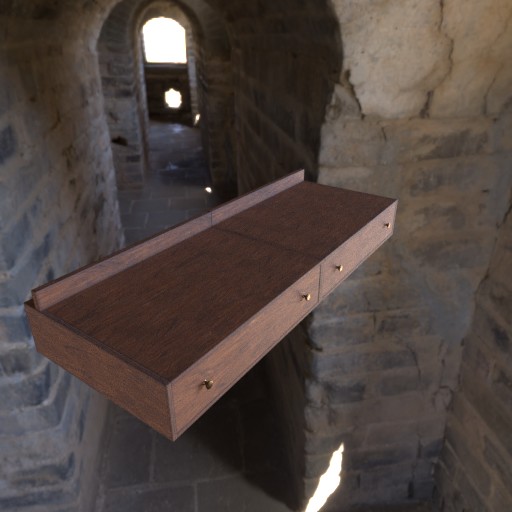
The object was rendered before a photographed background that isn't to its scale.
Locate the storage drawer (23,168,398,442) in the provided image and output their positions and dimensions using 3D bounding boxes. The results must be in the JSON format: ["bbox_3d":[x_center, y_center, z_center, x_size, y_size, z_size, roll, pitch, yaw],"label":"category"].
[{"bbox_3d":[0.000,0.000,2.192,0.774,0.339,1.914,18,32,31],"label":"storage drawer"}]
